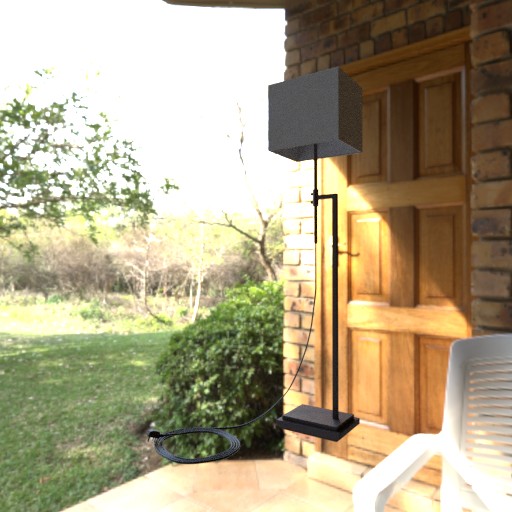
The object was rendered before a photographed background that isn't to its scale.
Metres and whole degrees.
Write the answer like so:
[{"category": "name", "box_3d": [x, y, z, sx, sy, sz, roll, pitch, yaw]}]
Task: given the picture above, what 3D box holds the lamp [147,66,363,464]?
[{"category": "lamp", "box_3d": [0.000, 0.000, 1.967, 0.698, 1.600, 0.774, -1, -1, 34]}]
